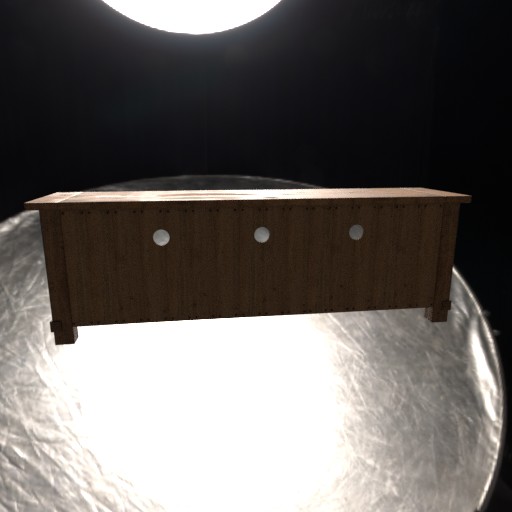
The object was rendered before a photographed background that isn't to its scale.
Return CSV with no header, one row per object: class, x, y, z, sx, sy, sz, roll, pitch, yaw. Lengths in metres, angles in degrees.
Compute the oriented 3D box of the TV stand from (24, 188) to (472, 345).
TV stand,0.000,0.000,2.049,1.804,0.573,0.453,-2,13,-8
